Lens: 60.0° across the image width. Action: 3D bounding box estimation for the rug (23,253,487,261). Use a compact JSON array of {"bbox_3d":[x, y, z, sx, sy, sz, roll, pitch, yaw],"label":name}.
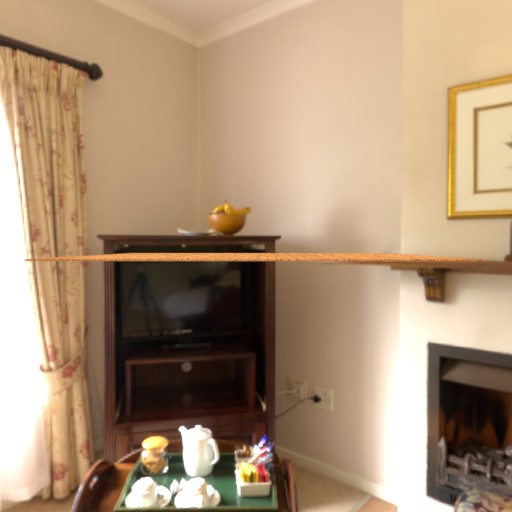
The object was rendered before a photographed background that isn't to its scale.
[{"bbox_3d":[0.000,0.000,4.275,3.200,0.012,2.438,0,1,1],"label":"rug"}]
